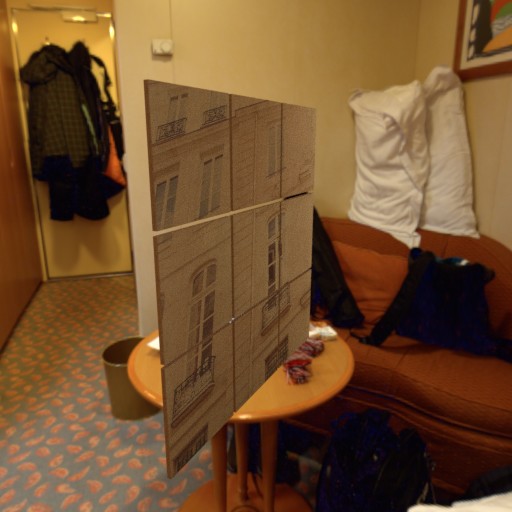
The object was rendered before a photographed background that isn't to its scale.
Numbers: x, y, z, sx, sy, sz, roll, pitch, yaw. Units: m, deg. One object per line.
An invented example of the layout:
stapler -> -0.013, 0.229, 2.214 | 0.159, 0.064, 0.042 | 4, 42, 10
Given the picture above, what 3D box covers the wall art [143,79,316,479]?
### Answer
wall art -> 0.000, 0.000, 1.358 | 0.018, 0.913, 0.915 | 8, 16, 27
